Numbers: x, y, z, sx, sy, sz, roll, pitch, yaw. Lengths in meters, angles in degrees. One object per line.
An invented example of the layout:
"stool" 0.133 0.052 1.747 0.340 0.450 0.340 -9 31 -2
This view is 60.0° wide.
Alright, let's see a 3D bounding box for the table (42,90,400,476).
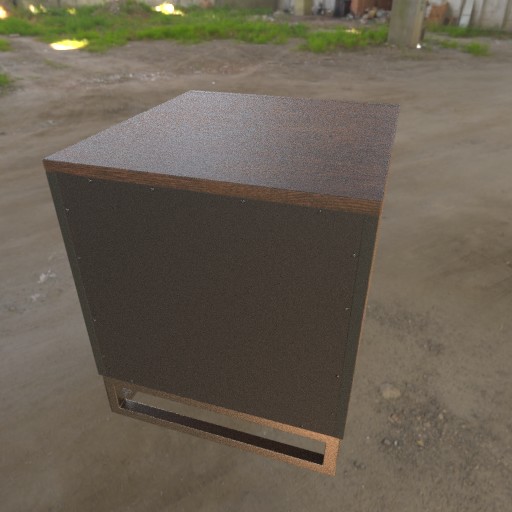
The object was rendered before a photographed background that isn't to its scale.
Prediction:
"table" 0.000 0.000 0.991 0.506 0.582 0.566 10 33 15
